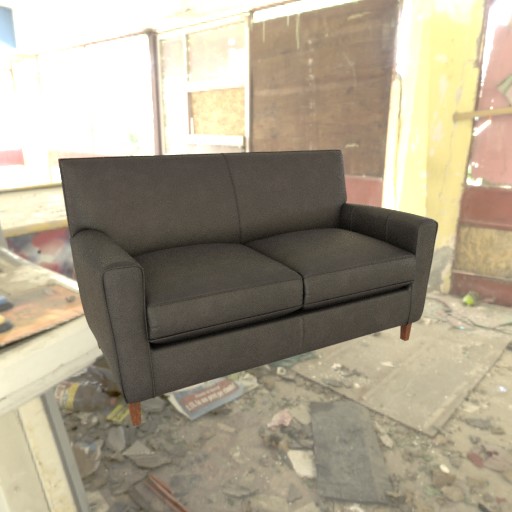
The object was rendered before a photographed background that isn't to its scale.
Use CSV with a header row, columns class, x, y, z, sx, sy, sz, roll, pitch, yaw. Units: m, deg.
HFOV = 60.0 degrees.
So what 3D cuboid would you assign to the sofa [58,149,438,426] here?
class,x,y,z,sx,sy,sz,roll,pitch,yaw
sofa,0.000,0.000,1.995,1.473,0.871,0.787,-9,19,-28
